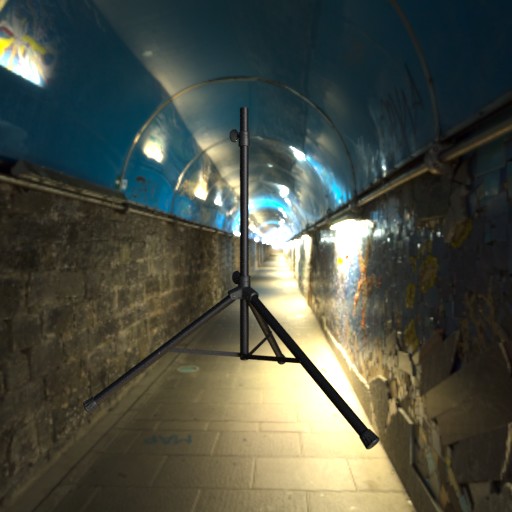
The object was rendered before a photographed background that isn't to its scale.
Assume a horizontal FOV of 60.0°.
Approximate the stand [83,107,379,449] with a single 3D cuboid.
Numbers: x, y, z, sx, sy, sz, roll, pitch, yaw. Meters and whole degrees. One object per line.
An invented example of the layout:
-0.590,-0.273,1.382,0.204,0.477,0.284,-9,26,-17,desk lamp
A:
0.000,0.000,1.854,1.045,1.136,0.907,1,2,18,stand
